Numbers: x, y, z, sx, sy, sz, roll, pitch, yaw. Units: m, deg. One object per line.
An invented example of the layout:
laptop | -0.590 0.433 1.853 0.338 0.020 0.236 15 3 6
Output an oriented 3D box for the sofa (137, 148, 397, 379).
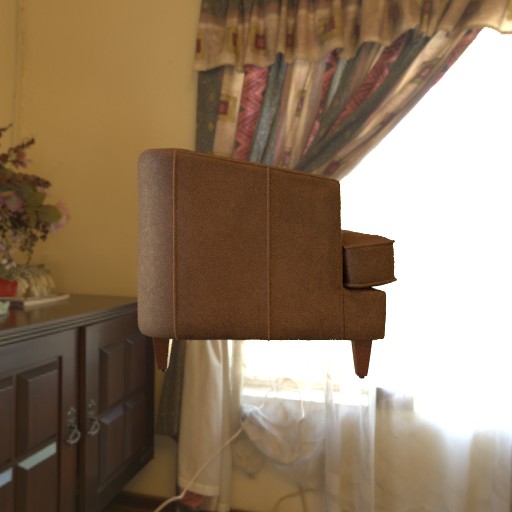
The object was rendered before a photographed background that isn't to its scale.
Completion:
sofa | 0.000 0.000 2.274 0.917 0.799 1.767 0 1 -1
